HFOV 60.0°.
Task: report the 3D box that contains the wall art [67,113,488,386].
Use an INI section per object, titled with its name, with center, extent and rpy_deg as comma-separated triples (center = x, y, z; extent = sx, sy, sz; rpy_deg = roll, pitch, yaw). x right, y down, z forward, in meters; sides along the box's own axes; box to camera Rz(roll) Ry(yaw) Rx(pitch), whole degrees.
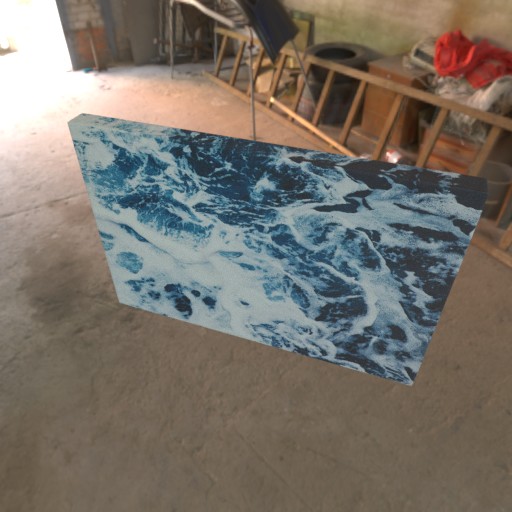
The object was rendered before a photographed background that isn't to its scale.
[wall art]
center = 0.000, 0.000, 0.756
extent = 0.609, 0.407, 0.043
rpy_deg = 13, 42, 15
